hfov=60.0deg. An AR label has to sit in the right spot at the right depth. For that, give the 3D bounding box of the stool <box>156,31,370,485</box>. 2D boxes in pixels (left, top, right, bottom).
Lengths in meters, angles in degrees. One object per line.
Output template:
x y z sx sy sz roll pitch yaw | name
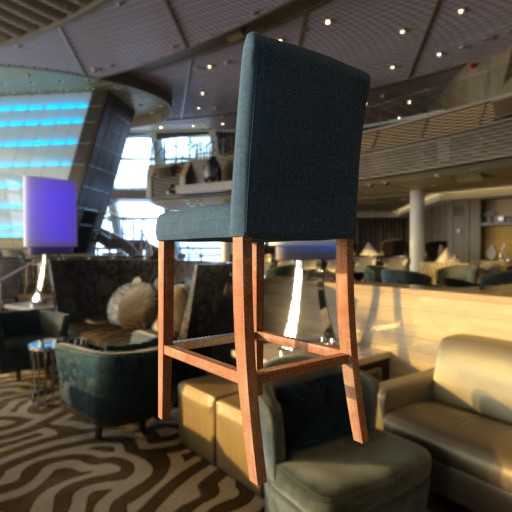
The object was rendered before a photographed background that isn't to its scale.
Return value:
0.000 0.000 1.389 0.454 1.088 0.574 -1 1 -37 | stool
